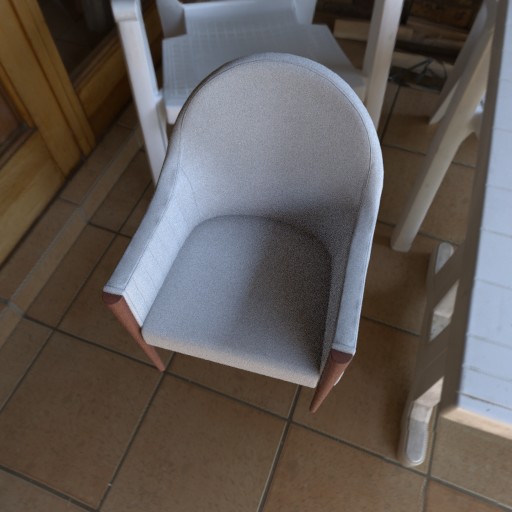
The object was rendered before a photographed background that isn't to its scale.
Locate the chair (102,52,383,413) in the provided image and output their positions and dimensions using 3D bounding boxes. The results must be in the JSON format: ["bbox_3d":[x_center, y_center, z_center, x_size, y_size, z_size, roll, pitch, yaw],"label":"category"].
[{"bbox_3d":[0.000,0.000,1.277,0.610,0.889,0.620,13,60,8],"label":"chair"}]
